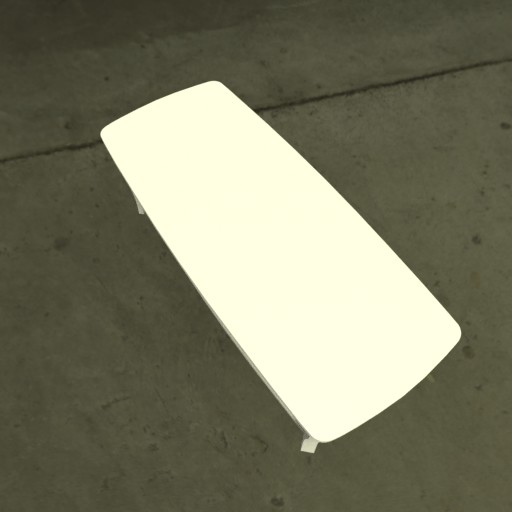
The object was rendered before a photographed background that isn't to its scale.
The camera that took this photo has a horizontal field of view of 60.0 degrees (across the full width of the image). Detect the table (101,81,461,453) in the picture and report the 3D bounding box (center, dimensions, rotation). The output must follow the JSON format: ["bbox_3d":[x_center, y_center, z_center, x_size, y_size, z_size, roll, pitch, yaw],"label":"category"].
[{"bbox_3d":[0.000,0.000,1.607,0.561,0.474,1.334,-30,64,-17],"label":"table"}]
